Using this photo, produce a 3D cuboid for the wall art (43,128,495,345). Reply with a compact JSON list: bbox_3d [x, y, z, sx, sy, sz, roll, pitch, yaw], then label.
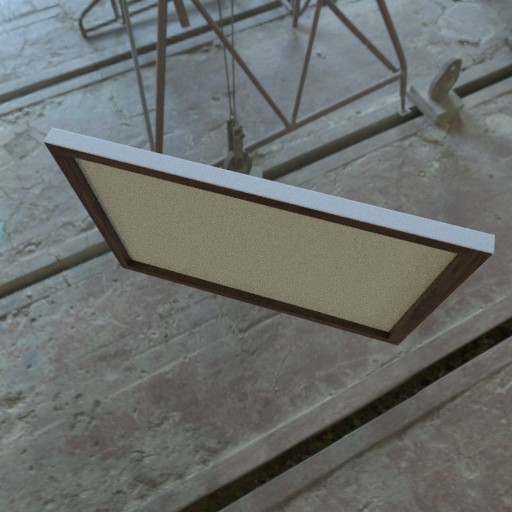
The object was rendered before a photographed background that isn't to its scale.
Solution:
[{"bbox_3d":[0.000,0.000,1.426,1.138,0.761,0.051,15,64,7],"label":"wall art"}]
